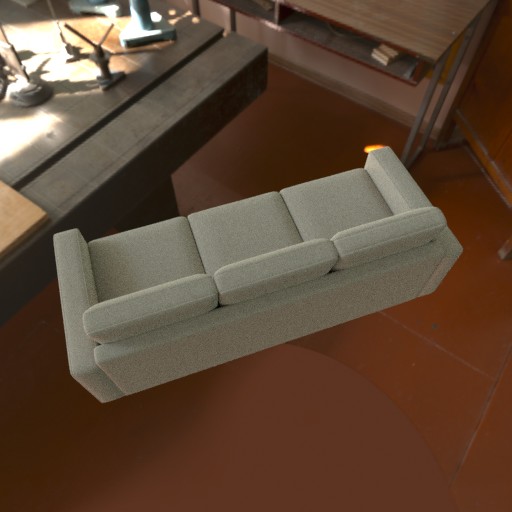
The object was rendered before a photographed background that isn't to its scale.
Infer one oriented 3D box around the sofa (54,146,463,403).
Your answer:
[{"bbox_3d":[0.000,0.000,2.620,2.160,0.800,0.900,-16,59,-10],"label":"sofa"}]
